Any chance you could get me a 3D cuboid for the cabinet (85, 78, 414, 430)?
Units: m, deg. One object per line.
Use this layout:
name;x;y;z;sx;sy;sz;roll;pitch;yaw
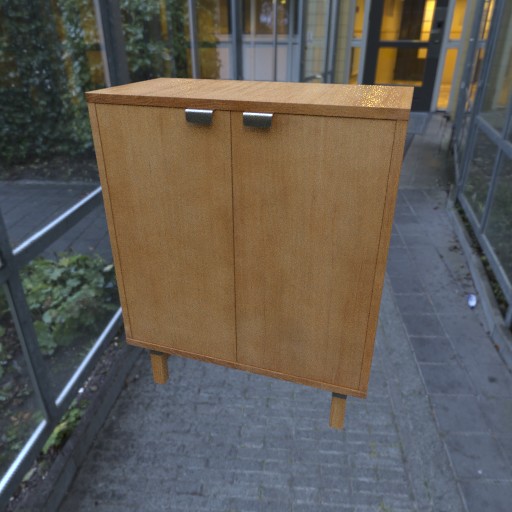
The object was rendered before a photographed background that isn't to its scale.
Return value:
cabinet;0.000;0.000;1.416;0.800;1.001;0.419;9;29;16
